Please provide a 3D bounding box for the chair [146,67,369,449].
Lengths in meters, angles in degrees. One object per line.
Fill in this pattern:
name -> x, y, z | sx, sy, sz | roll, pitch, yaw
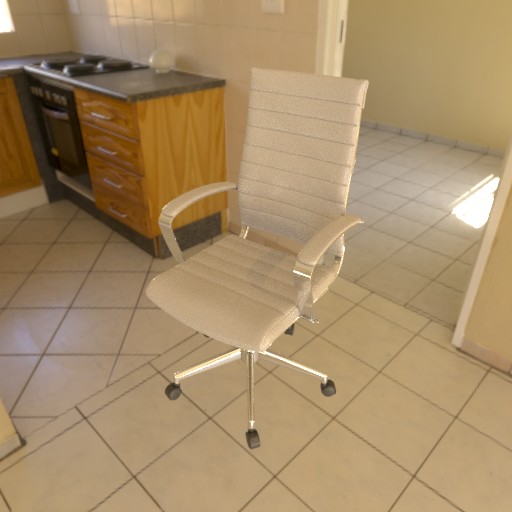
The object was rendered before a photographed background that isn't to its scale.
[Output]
chair -> 0.000, 0.000, 1.586 | 0.679, 1.149, 0.667 | 20, 37, 29
